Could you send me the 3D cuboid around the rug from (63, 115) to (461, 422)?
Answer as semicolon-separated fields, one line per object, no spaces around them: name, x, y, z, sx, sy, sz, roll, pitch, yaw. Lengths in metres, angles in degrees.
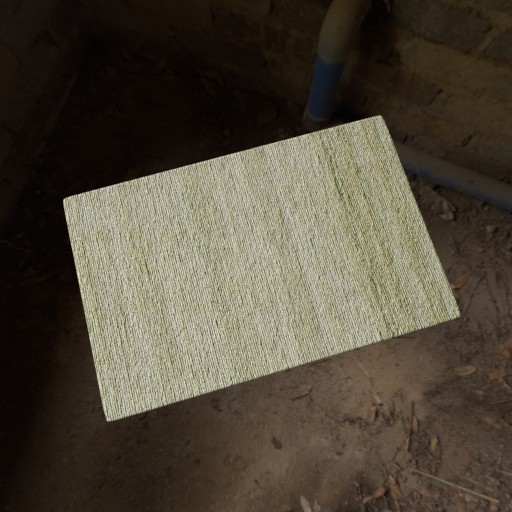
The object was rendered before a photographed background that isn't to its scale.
rug;0.000;0.000;2.226;1.758;0.010;1.143;-16;77;-4
